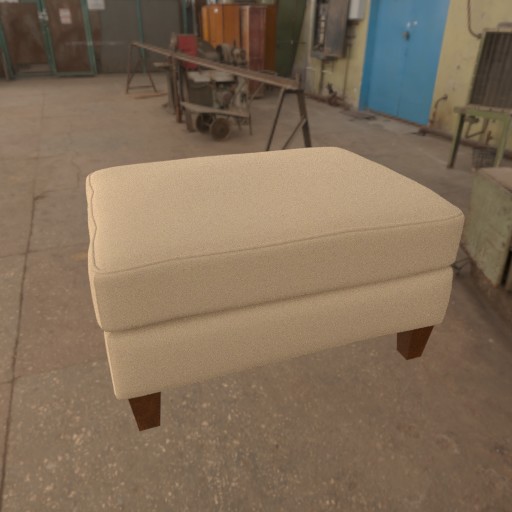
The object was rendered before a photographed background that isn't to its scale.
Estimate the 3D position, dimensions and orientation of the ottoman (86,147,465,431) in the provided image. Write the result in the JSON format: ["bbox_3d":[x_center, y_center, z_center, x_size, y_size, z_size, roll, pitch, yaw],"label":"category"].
[{"bbox_3d":[0.000,0.000,1.203,0.818,0.485,0.634,-9,30,-17],"label":"ottoman"}]
